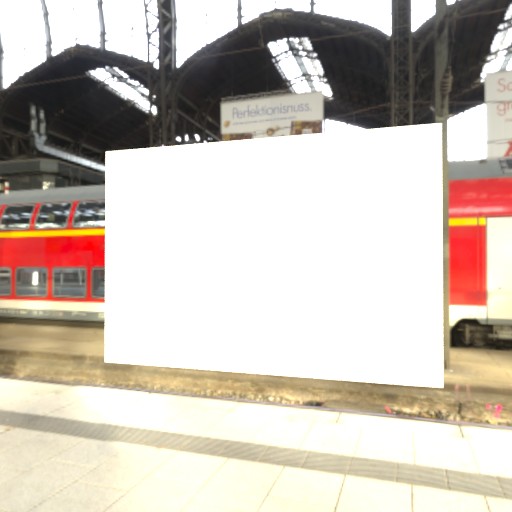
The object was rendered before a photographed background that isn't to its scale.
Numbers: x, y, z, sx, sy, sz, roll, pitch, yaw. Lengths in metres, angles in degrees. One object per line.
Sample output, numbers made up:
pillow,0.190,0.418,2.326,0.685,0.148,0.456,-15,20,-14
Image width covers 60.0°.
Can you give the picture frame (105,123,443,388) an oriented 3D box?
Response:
picture frame,0.000,0.000,1.222,0.950,0.640,0.029,0,-1,17
